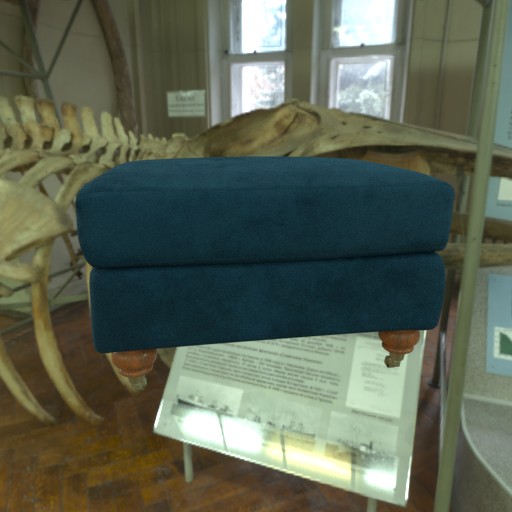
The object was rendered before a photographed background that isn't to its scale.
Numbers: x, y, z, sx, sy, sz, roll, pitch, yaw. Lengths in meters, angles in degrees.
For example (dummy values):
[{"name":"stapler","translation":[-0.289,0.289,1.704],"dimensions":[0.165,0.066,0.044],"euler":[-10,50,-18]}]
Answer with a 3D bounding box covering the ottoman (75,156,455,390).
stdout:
[{"name":"ottoman","translation":[0.000,0.000,1.158],"dimensions":[0.773,0.503,0.572],"euler":[-3,16,-9]}]
